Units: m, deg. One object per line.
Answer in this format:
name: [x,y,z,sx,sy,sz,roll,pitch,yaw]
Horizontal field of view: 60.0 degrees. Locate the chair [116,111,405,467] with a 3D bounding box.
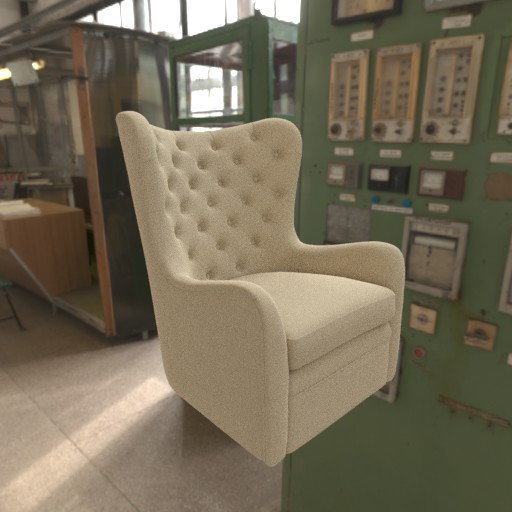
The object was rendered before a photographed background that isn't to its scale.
chair: [0.000,0.000,1.750,0.831,1.079,0.929,-14,21,-43]
